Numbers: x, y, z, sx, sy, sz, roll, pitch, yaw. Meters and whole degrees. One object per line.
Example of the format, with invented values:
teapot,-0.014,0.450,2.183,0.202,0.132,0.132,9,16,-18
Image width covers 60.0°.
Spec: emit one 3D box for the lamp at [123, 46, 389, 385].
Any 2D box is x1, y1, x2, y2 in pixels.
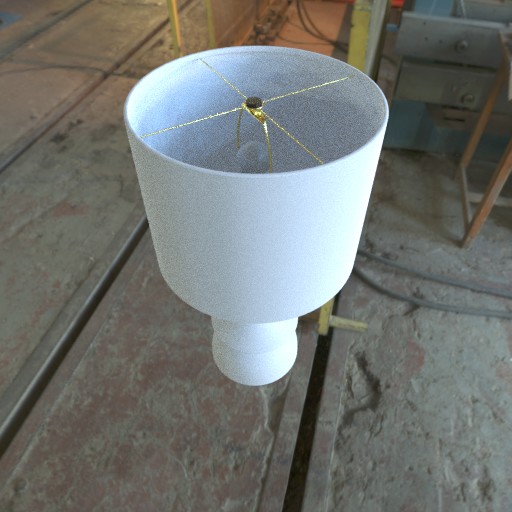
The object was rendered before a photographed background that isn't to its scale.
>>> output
lamp,0.000,0.000,0.706,0.301,0.533,0.301,-23,51,-20
